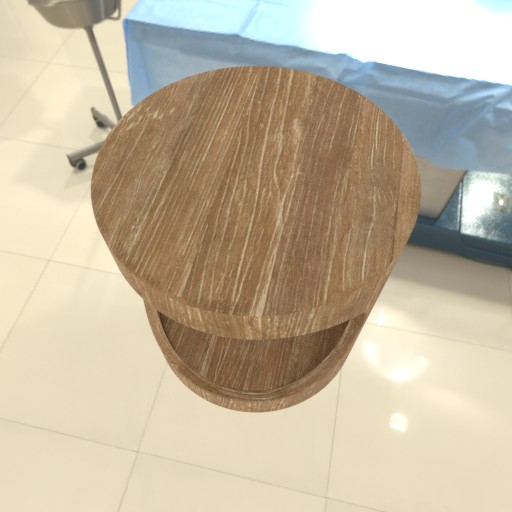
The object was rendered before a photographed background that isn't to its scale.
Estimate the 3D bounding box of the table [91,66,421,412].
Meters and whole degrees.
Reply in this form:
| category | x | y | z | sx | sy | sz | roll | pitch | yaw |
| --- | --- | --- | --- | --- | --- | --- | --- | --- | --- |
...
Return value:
| category | x | y | z | sx | sy | sz | roll | pitch | yaw |
| --- | --- | --- | --- | --- | --- | --- | --- | --- | --- |
| table | 0.000 | 0.000 | 0.952 | 0.527 | 0.551 | 0.527 | 0 | 58 | 0 |
